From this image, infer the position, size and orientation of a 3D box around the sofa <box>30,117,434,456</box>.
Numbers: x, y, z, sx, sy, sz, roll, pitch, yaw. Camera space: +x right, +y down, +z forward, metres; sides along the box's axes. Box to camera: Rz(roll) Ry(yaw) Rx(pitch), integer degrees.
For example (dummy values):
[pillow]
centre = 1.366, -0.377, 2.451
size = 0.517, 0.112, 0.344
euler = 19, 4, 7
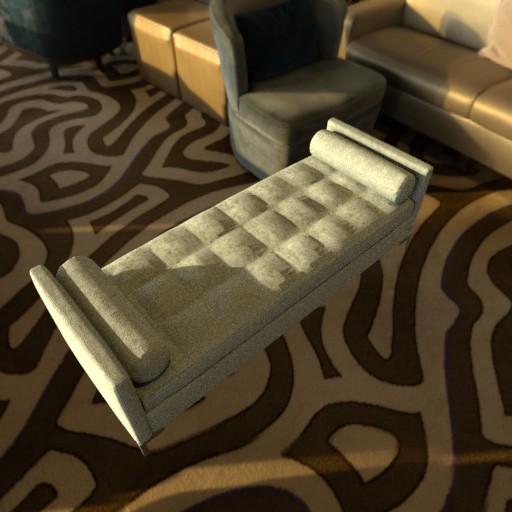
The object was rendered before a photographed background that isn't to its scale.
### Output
[sofa]
centre = 0.000, 0.000, 2.507
size = 2.102, 0.657, 0.797
euler = -33, 54, -28
